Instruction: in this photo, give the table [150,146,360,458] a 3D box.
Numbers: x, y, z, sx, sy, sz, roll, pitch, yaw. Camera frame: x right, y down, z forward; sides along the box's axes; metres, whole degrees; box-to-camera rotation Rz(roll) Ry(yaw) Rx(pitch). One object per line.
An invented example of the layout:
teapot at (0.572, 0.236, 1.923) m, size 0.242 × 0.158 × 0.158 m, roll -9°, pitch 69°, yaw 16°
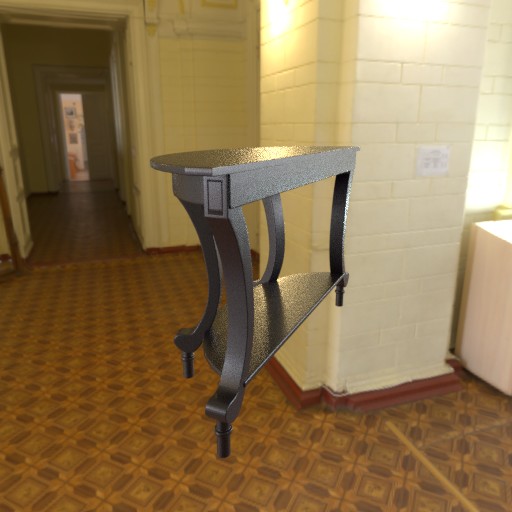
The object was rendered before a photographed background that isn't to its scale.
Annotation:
table at (0.000, 0.000, 1.508) m, size 0.394 × 0.692 × 1.198 m, roll 7°, pitch 18°, yaw 24°
